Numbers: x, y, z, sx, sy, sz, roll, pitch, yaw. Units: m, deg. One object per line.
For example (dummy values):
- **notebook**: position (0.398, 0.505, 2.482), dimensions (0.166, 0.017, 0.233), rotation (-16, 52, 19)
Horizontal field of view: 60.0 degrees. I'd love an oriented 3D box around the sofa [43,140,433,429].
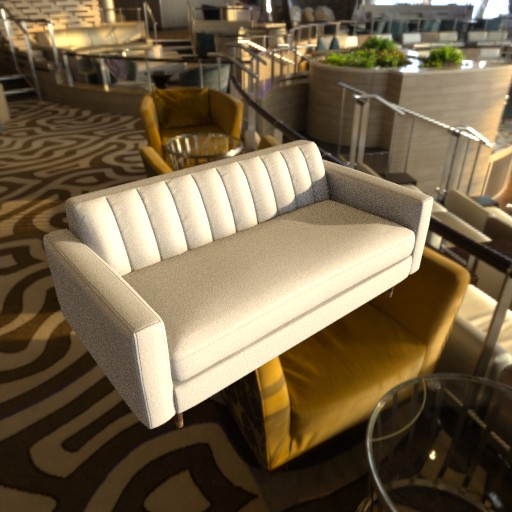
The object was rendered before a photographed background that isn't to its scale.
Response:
- **sofa**: position (0.000, 0.000, 2.426), dimensions (1.895, 0.814, 0.969), rotation (-23, 37, -33)
